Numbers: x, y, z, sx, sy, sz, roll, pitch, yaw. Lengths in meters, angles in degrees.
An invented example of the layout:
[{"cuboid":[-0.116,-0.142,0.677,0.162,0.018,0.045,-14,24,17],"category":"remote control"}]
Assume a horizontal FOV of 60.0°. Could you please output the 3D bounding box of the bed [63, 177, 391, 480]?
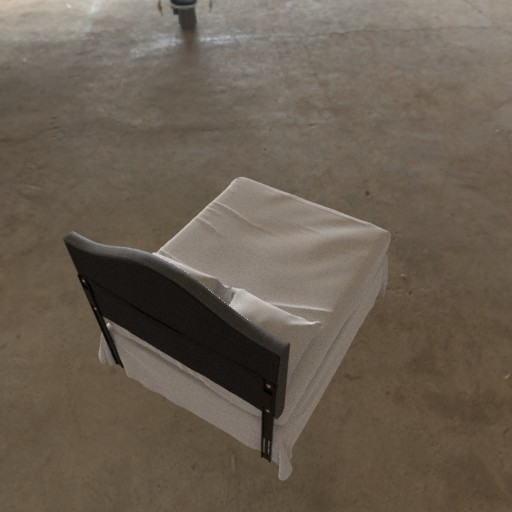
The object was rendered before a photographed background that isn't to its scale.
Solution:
[{"cuboid":[0.000,0.000,3.529,1.876,1.645,2.221,24,51,22],"category":"bed"}]
